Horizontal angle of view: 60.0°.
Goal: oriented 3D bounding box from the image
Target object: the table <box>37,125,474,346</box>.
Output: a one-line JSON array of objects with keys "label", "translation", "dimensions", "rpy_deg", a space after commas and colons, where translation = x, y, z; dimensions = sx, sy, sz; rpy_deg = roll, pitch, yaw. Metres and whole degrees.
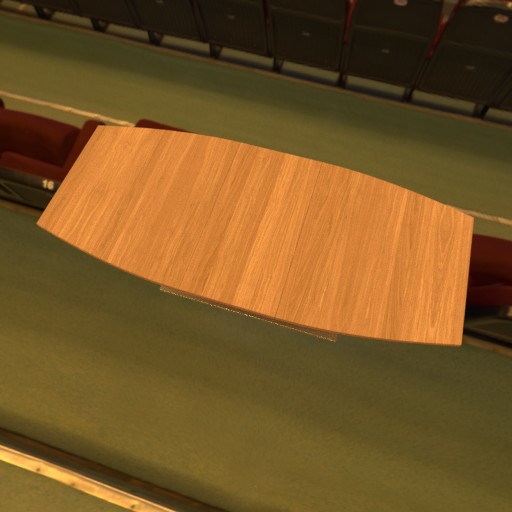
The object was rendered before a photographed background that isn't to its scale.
[{"label": "table", "translation": [0.000, 0.000, 2.498], "dimensions": [2.032, 0.750, 0.900], "rpy_deg": [15, 64, 8]}]
